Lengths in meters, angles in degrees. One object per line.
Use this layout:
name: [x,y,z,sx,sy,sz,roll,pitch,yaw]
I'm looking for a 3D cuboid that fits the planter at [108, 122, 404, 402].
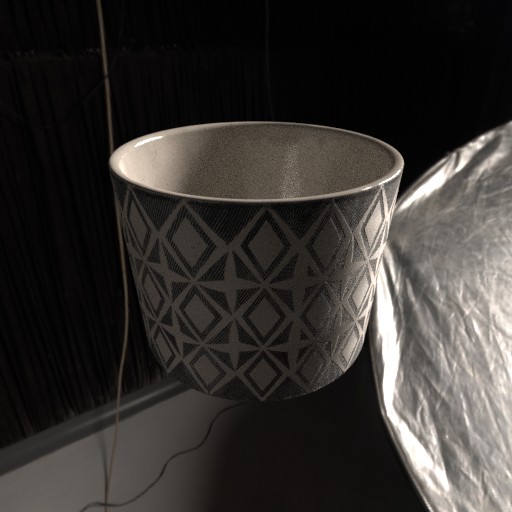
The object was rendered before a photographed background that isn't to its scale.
planter: [0.000,0.000,0.457,0.260,0.220,0.260,0,28,0]
